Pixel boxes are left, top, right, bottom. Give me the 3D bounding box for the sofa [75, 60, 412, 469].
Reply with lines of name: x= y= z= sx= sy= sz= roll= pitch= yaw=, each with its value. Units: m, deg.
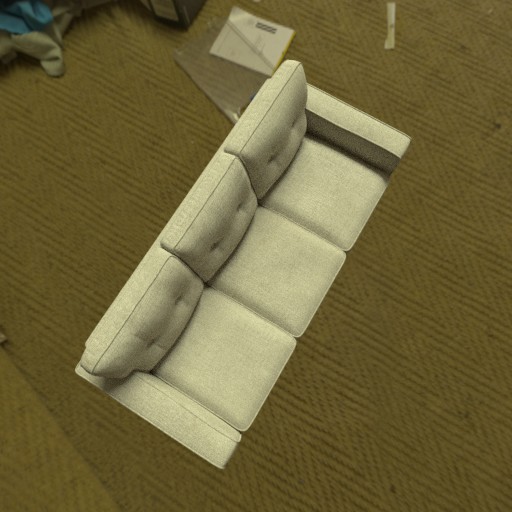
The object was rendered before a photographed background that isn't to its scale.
sofa: x=0.000 y=0.000 z=2.617 sx=0.939 sy=0.965 sz=2.133 roll=30 pitch=78 yaw=7
